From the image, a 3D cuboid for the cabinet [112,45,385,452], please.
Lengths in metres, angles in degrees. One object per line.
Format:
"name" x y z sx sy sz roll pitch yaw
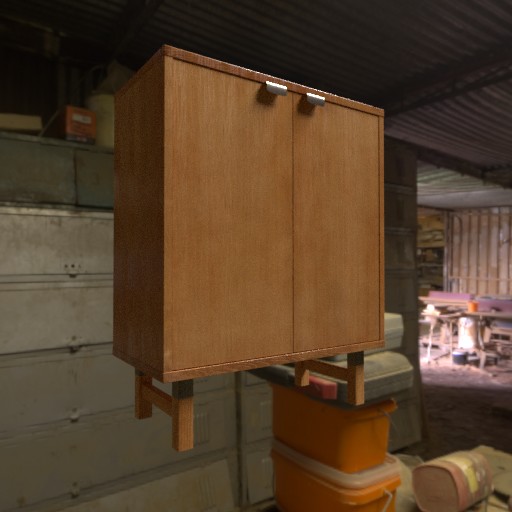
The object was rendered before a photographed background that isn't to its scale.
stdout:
"cabinet" 0.000 0.000 1.438 0.800 1.001 0.419 1 -1 -35
